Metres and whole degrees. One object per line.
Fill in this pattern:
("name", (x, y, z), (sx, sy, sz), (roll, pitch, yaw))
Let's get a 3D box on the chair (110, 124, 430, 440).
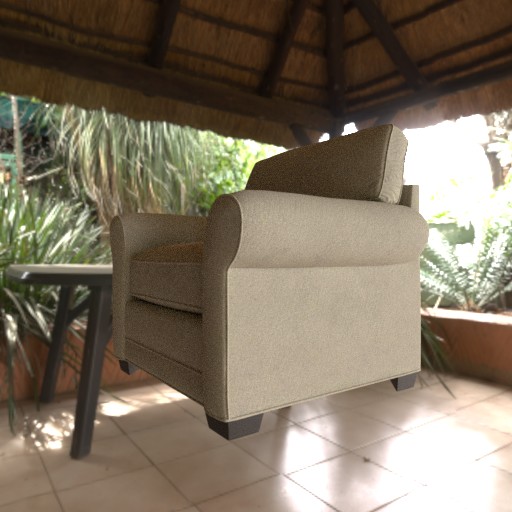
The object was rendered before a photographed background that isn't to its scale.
("chair", (0.000, 0.000, 1.886), (0.939, 1.044, 1.147), (0, 1, -35))
